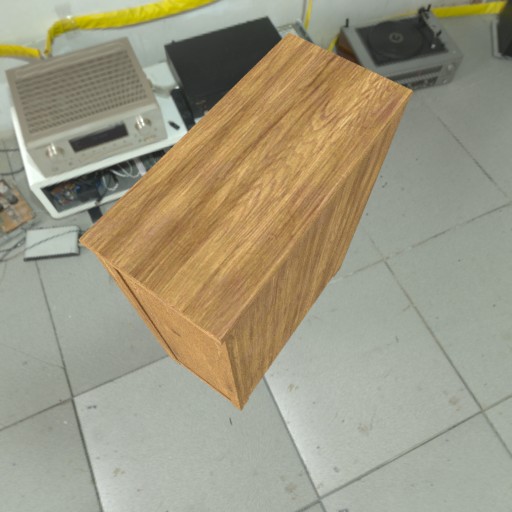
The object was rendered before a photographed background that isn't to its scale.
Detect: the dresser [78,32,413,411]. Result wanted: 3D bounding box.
[{"bbox_3d":[0.000,0.000,2.031,0.558,1.431,1.081,33,68,15],"label":"dresser"}]
